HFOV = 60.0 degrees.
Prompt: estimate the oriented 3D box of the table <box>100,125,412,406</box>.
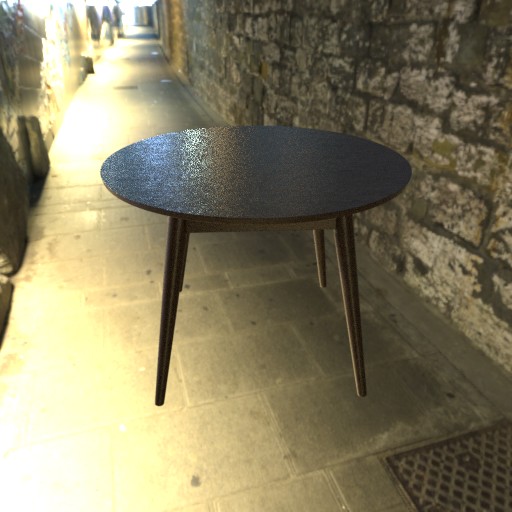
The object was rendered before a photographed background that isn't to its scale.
[{"bbox_3d":[0.000,0.000,1.755,1.053,0.786,1.053,0,29,0],"label":"table"}]
